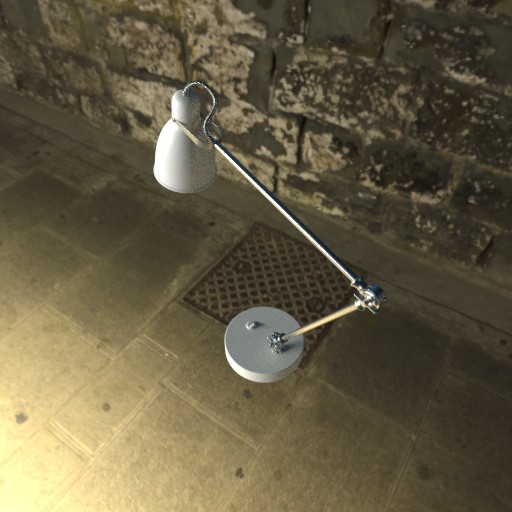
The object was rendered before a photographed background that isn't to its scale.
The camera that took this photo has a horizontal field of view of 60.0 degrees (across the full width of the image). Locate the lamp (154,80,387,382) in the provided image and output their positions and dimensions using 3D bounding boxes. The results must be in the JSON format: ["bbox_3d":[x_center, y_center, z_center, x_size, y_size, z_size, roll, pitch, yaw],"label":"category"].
[{"bbox_3d":[0.000,0.000,0.871,0.187,0.587,0.561,-33,54,-28],"label":"lamp"}]
